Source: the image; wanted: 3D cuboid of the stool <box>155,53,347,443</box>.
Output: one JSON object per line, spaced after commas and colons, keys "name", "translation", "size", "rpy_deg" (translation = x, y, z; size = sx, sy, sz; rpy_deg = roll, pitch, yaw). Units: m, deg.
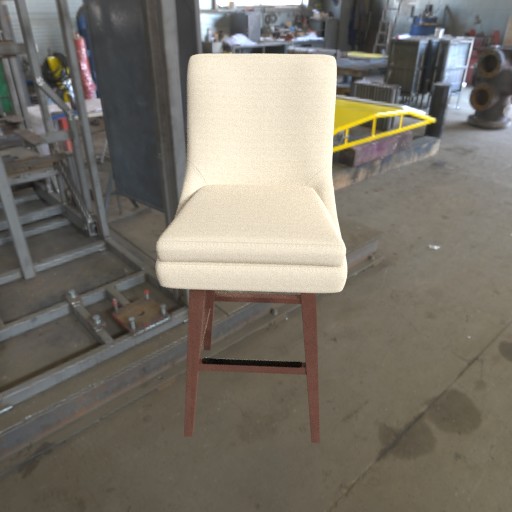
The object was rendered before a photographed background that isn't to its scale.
{"name": "stool", "translation": [0.000, 0.000, 1.368], "size": [0.483, 1.093, 0.559], "rpy_deg": [2, 30, 3]}
